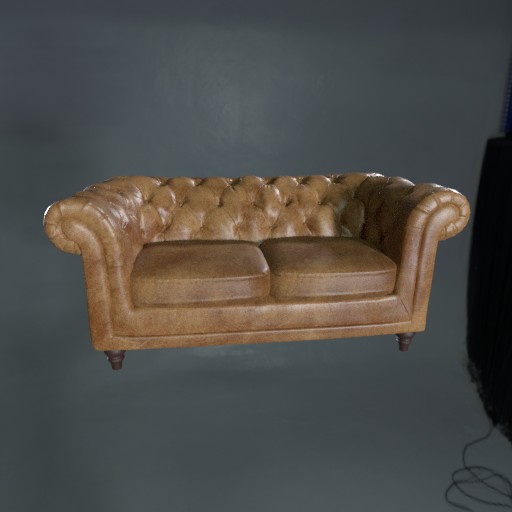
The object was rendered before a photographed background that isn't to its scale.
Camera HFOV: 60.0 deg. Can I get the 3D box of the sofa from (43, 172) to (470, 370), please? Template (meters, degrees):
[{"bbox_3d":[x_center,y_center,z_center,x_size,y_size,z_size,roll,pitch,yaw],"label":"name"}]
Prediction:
[{"bbox_3d":[0.000,0.000,2.555,1.979,0.877,1.042,-2,17,-7],"label":"sofa"}]
